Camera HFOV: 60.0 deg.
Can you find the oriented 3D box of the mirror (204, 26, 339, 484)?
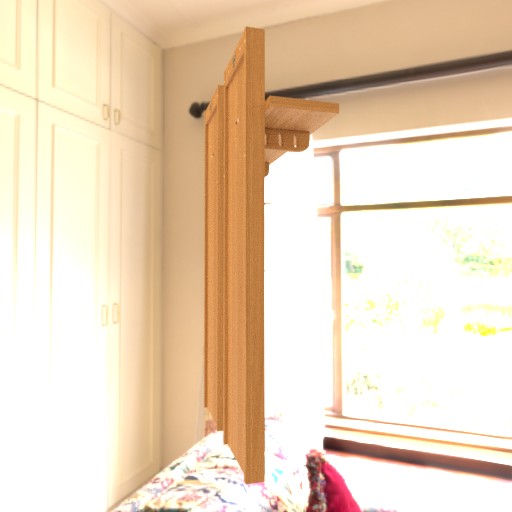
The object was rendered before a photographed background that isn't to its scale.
[{"bbox_3d":[0.000,0.000,1.583,0.260,1.250,0.800,0,-2,-16],"label":"mirror"}]
